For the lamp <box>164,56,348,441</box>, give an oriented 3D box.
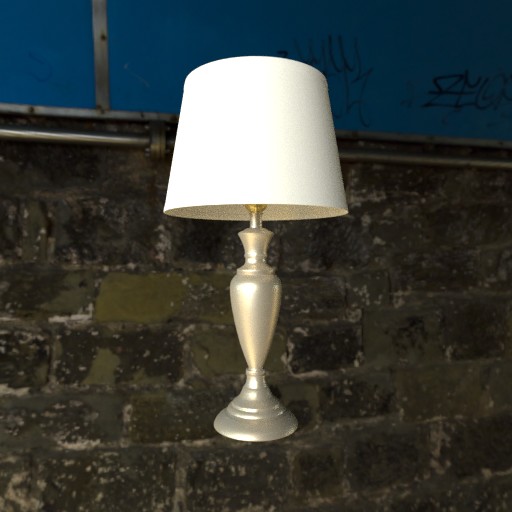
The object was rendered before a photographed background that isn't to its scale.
[{"bbox_3d":[0.000,0.000,0.805,0.328,0.612,0.328,0,0,0],"label":"lamp"}]
